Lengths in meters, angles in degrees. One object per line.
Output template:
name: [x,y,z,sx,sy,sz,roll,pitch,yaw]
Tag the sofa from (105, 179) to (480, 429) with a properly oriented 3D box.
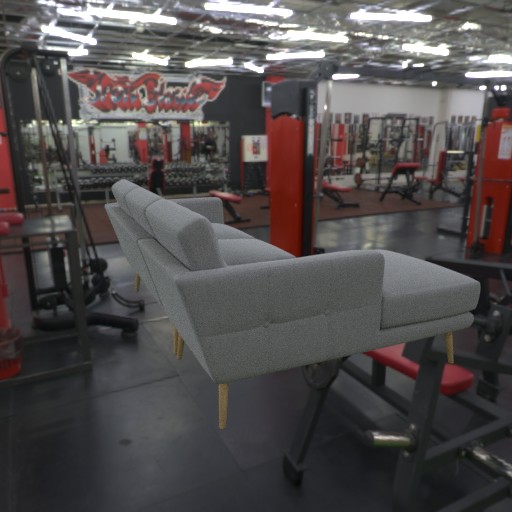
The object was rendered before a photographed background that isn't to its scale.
sofa: [0.000,0.000,2.747,1.530,0.860,2.040,-7,16,-24]
